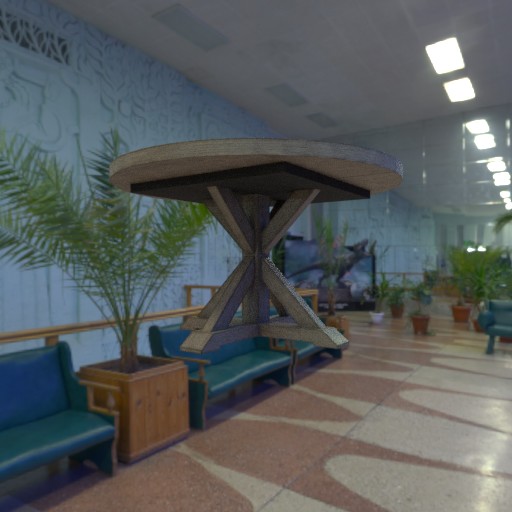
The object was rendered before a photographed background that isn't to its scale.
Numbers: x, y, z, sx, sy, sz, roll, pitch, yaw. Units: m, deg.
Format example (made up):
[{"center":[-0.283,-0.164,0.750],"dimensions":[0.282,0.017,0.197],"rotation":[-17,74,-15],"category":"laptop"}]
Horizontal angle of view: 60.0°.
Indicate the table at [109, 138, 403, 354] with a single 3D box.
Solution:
[{"center":[0.000,0.000,2.161],"dimensions":[1.363,0.781,1.363],"rotation":[0,0,0],"category":"table"}]
